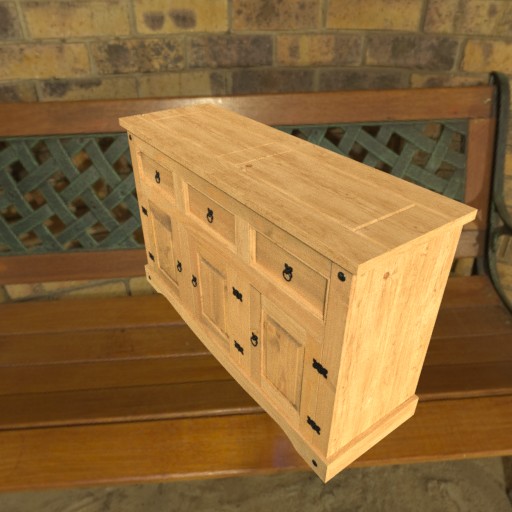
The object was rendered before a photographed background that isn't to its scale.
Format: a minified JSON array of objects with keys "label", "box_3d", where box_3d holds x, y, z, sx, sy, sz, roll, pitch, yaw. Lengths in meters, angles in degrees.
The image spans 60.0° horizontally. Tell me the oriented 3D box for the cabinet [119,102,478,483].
[{"label":"cabinet","box_3d":[0.000,0.000,1.686,0.432,0.810,1.321,-21,39,-29]}]
